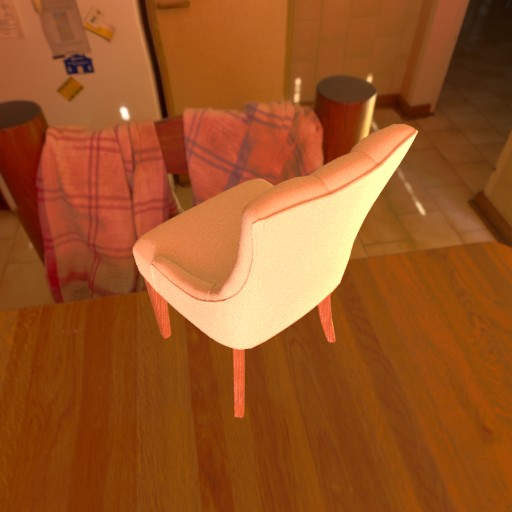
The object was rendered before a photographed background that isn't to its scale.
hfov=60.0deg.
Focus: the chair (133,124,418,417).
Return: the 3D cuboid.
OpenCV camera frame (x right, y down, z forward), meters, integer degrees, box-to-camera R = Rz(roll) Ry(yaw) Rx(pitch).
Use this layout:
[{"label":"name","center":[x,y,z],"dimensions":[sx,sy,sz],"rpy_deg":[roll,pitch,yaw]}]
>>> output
[{"label":"chair","center":[0.000,0.000,1.242],"dimensions":[0.509,0.874,0.565],"rpy_deg":[-32,54,-27]}]
